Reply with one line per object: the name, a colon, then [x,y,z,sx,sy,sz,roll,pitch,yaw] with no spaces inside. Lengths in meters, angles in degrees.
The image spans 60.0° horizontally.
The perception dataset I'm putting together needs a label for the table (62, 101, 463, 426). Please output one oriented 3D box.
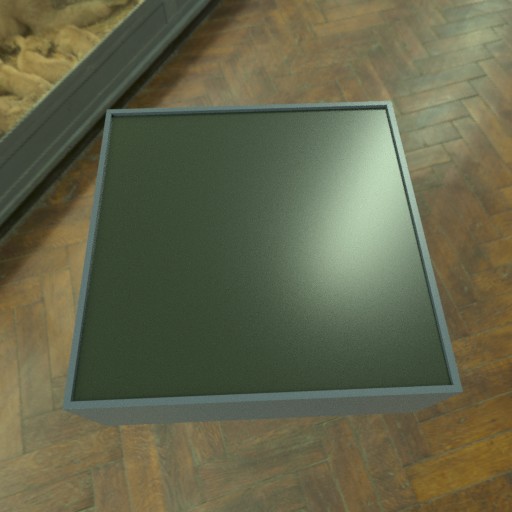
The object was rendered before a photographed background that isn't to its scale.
table: [0.000,0.000,1.199,0.801,0.299,0.801,-2,63,-1]
